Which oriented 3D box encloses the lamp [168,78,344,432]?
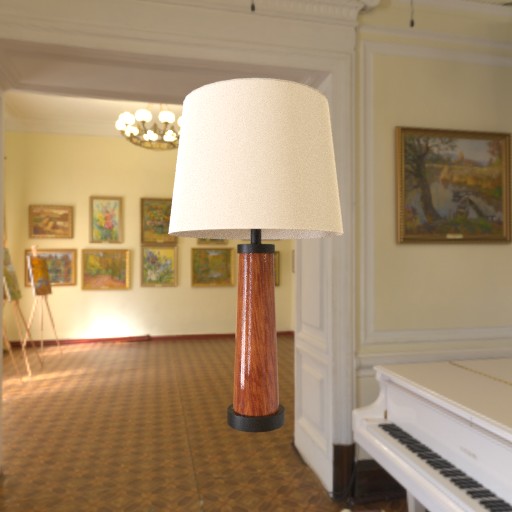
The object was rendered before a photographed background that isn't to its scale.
[{"bbox_3d":[0.000,0.000,0.897,0.349,0.667,0.349,0,-1,0],"label":"lamp"}]
